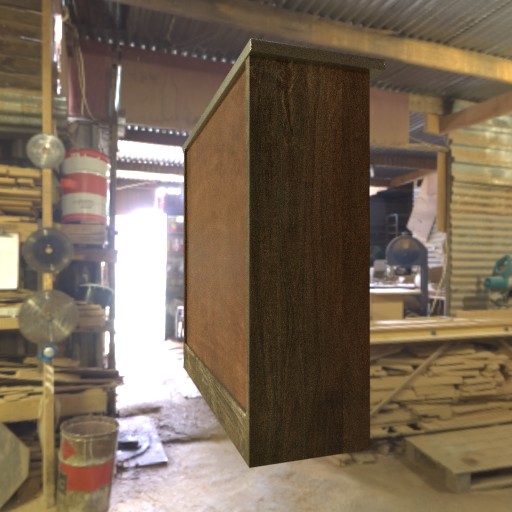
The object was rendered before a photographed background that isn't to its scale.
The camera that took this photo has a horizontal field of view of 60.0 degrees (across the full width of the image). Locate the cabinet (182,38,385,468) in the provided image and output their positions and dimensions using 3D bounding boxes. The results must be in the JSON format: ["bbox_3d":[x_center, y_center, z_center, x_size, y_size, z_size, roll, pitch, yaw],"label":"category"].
[{"bbox_3d":[0.000,0.000,1.449,0.338,0.919,0.968,0,0,-18],"label":"cabinet"}]
